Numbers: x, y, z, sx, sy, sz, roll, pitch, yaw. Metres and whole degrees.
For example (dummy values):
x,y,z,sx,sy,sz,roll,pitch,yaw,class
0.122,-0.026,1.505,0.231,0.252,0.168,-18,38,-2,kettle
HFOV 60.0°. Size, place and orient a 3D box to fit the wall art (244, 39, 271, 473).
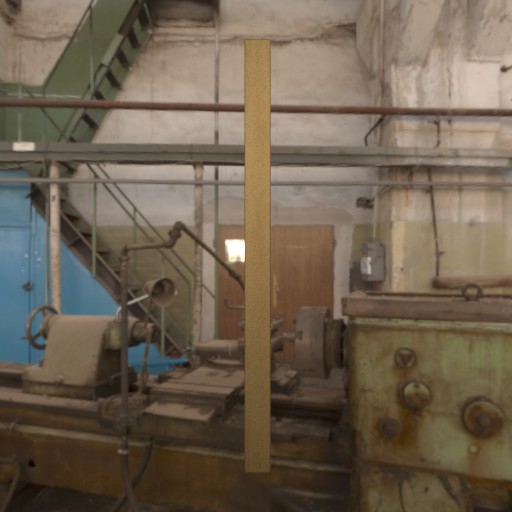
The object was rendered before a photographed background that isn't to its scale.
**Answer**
x,y,z,sx,sy,sz,roll,pitch,yaw,class
0.000,0.000,0.768,0.031,0.506,0.503,0,0,0,wall art
